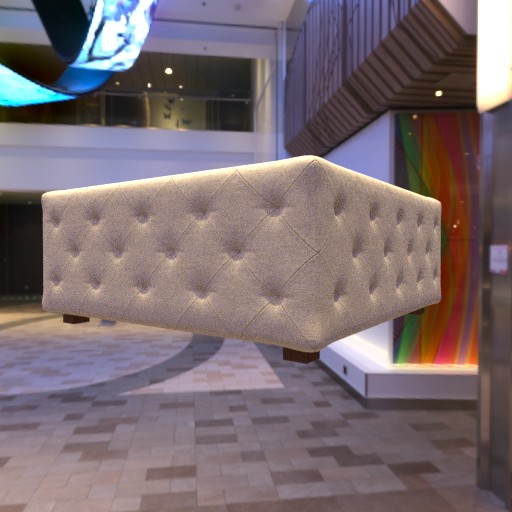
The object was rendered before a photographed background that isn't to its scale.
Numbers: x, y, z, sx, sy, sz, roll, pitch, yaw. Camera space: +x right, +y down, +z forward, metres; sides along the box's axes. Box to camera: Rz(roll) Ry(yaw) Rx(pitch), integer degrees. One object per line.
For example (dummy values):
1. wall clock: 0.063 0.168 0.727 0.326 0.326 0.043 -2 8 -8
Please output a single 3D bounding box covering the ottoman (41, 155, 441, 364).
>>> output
1. ottoman: 0.000 0.000 1.575 1.028 0.439 1.028 1 1 35
